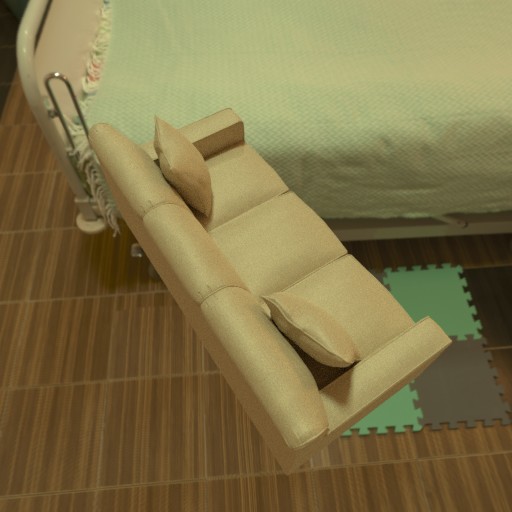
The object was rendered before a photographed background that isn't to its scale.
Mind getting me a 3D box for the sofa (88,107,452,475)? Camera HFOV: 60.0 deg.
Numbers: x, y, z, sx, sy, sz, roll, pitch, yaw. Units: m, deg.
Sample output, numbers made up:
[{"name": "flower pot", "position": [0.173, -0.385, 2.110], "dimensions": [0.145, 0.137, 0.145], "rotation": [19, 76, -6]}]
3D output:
[{"name": "sofa", "position": [0.000, 0.000, 2.543], "dimensions": [0.997, 0.958, 2.024], "rotation": [-29, 62, -17]}]
